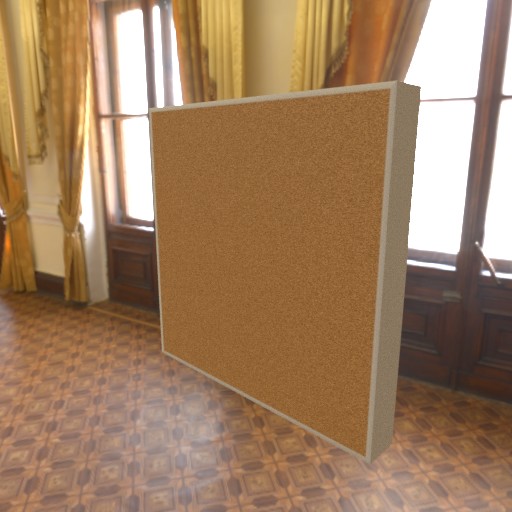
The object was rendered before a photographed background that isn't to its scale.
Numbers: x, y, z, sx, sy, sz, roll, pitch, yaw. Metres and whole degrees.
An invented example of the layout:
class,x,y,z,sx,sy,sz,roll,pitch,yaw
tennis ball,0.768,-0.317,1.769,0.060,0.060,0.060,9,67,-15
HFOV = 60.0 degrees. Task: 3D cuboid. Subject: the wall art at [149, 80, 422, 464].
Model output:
class,x,y,z,sx,sy,sz,roll,pitch,yaw
wall art,0.000,0.000,0.455,0.305,0.304,0.038,13,19,43
